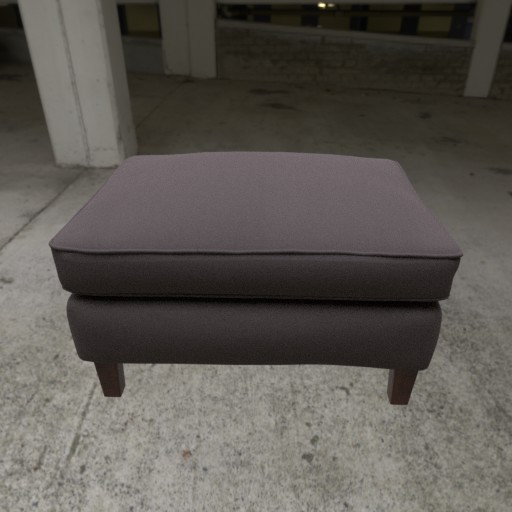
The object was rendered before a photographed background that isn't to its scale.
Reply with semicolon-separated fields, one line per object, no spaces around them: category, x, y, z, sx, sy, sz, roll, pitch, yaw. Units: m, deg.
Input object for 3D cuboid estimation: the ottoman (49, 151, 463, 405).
ottoman;0.000;0.000;0.970;0.686;0.406;0.508;1;31;2
